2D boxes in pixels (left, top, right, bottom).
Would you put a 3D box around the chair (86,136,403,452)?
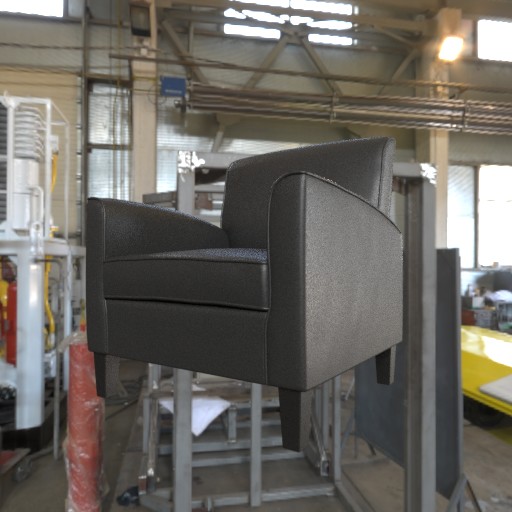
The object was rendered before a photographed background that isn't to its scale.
[{"bbox_3d":[0.000,0.000,1.544,0.820,0.916,0.819,0,-1,34],"label":"chair"}]
